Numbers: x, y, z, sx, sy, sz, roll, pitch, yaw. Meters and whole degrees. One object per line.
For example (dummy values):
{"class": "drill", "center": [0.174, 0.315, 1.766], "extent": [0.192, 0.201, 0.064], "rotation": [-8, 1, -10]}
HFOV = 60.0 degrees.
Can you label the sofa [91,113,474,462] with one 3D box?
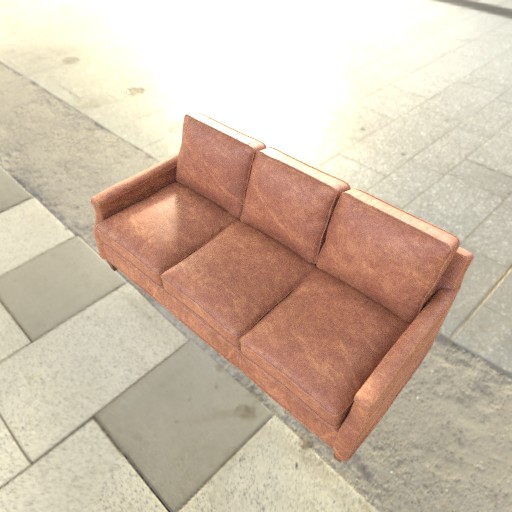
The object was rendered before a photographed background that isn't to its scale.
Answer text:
{"class": "sofa", "center": [0.000, 0.000, 2.823], "extent": [2.246, 1.003, 1.084], "rotation": [33, 54, 29]}
